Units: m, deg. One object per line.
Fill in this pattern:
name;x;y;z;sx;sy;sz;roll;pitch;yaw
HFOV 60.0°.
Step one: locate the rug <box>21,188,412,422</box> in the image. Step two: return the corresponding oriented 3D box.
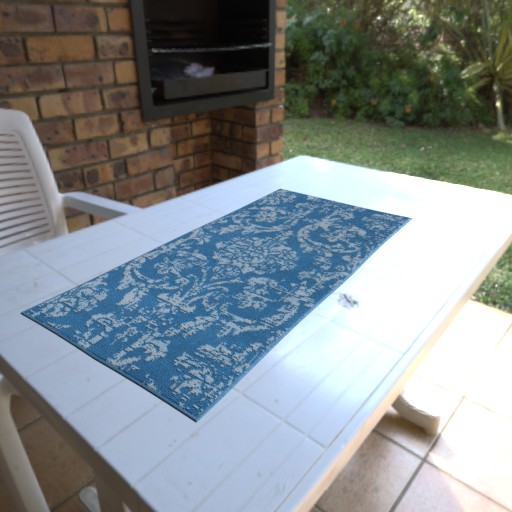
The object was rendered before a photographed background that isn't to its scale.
rug;0.000;0.000;1.412;0.604;0.007;1.219;18;32;31
